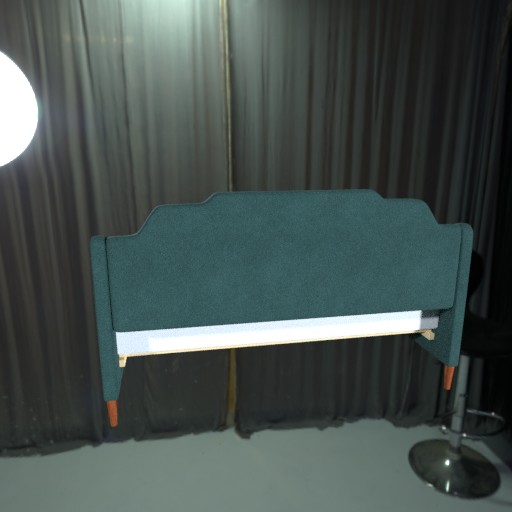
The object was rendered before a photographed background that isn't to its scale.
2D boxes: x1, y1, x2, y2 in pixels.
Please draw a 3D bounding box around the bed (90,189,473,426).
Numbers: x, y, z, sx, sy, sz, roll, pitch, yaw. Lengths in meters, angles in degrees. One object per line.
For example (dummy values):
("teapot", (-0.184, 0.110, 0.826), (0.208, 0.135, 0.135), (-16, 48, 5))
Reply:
("bed", (0.000, 0.000, 3.516), (2.074, 1.245, 2.340), (-3, 14, -10))
